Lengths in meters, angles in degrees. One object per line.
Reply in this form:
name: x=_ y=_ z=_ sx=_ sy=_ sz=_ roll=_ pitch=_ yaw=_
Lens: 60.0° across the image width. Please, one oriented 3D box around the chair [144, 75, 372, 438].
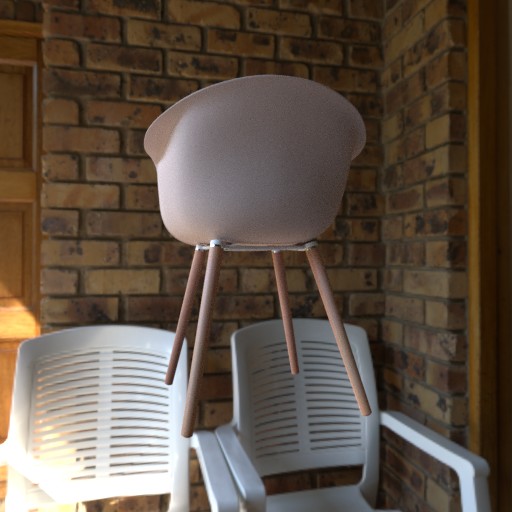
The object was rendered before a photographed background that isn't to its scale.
chair: x=0.000 y=0.000 z=1.204 sx=0.593 sy=0.781 sz=0.504 roll=0 pitch=-1 yaw=-18
